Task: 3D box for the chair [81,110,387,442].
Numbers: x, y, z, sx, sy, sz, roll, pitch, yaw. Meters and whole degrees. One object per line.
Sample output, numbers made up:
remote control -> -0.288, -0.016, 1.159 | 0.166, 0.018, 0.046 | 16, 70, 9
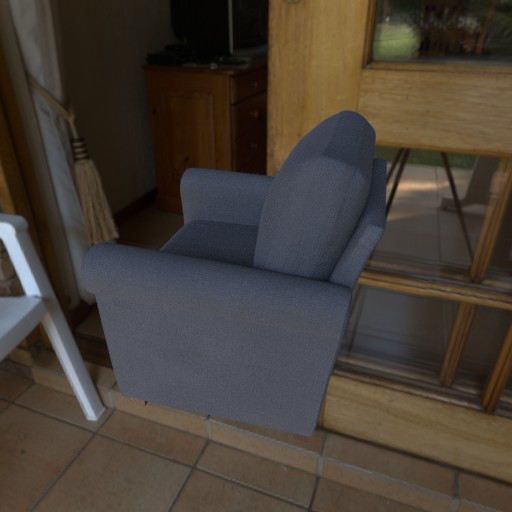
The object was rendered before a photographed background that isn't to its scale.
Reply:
chair -> 0.000, 0.000, 1.599 | 0.828, 0.942, 0.867 | 7, 31, 13
